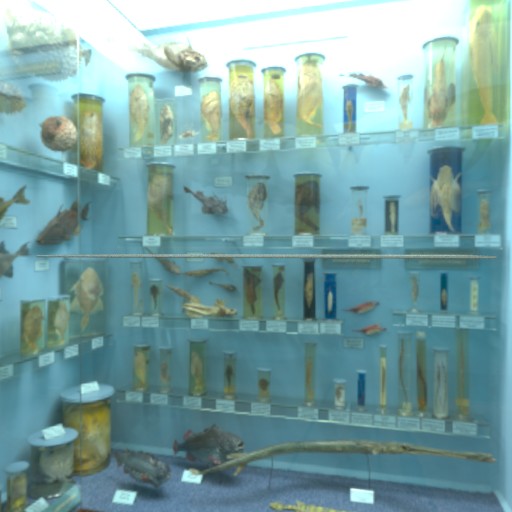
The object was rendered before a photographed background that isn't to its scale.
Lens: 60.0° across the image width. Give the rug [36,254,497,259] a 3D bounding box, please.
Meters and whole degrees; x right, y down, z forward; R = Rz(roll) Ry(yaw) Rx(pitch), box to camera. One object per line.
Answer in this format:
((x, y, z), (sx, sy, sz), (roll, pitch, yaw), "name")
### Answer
((0.000, 0.000, 2.635), (2.388, 0.012, 0.864), (0, 0, 16), "rug")
